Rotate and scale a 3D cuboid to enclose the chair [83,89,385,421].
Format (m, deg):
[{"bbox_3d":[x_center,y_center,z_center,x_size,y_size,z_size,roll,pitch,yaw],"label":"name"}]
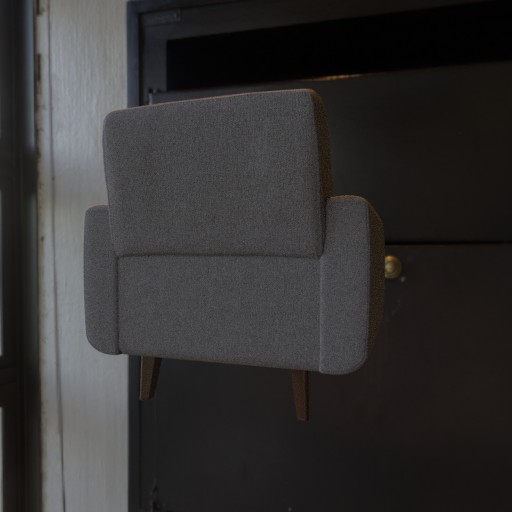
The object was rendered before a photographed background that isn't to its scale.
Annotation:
[{"bbox_3d":[0.000,0.000,1.531,0.831,0.839,0.907,0,1,18],"label":"chair"}]
